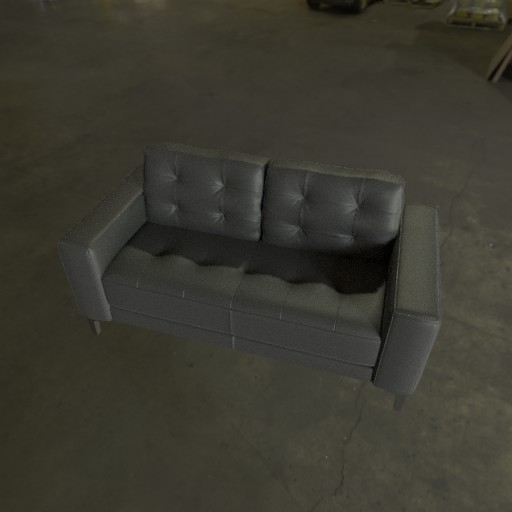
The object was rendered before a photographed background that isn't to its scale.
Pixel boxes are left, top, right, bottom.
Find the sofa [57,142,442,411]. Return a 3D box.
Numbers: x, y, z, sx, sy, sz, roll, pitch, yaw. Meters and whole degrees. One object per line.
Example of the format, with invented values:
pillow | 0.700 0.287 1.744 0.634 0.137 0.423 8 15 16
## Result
sofa | 0.000 0.000 2.263 1.726 0.893 0.833 11 40 13
